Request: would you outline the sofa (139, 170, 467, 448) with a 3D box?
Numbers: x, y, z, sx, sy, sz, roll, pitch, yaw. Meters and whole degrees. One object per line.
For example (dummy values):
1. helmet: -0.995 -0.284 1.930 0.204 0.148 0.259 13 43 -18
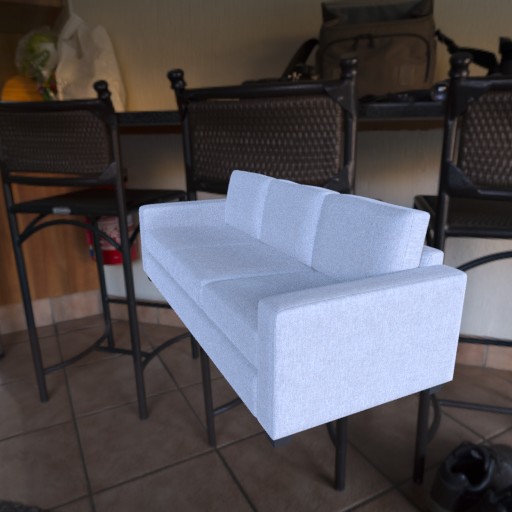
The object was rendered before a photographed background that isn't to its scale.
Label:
1. sofa: 0.000 0.000 2.546 0.900 0.800 2.120 -8 18 -25
